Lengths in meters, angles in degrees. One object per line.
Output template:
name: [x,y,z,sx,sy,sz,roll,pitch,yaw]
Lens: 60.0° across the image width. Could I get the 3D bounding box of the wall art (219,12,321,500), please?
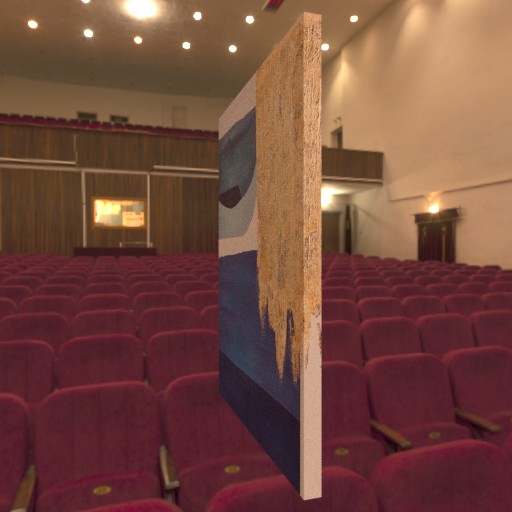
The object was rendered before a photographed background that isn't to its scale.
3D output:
wall art: [0.000,0.000,0.778,0.026,0.613,0.458,0,0,-18]
